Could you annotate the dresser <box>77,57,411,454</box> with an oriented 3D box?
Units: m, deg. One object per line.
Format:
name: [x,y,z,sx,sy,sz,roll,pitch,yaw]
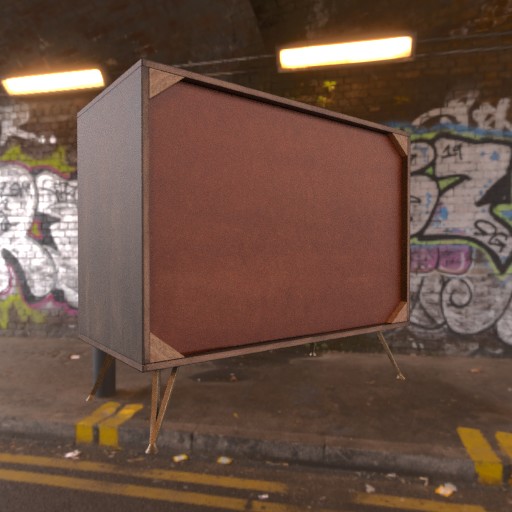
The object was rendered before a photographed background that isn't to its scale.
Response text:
dresser: [0.000,0.000,1.348,0.923,0.801,0.453,0,1,-37]
